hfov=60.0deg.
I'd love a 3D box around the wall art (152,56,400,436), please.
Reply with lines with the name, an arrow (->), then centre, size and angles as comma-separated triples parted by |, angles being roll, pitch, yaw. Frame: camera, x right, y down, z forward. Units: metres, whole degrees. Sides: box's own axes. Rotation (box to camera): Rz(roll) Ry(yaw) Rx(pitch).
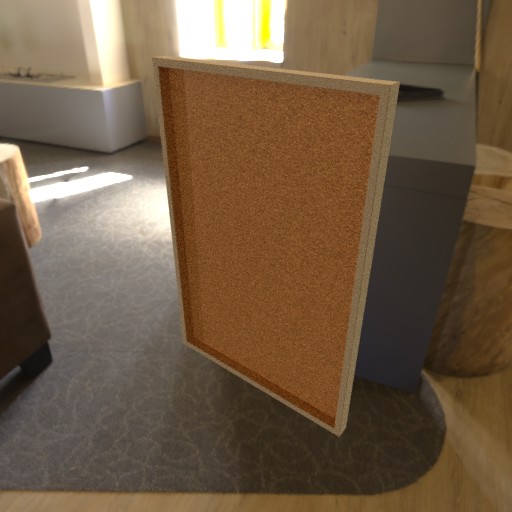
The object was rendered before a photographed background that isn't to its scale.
wall art -> 0.000, 0.000, 1.159 | 0.610, 0.914, 0.038 | 22, 37, 32
